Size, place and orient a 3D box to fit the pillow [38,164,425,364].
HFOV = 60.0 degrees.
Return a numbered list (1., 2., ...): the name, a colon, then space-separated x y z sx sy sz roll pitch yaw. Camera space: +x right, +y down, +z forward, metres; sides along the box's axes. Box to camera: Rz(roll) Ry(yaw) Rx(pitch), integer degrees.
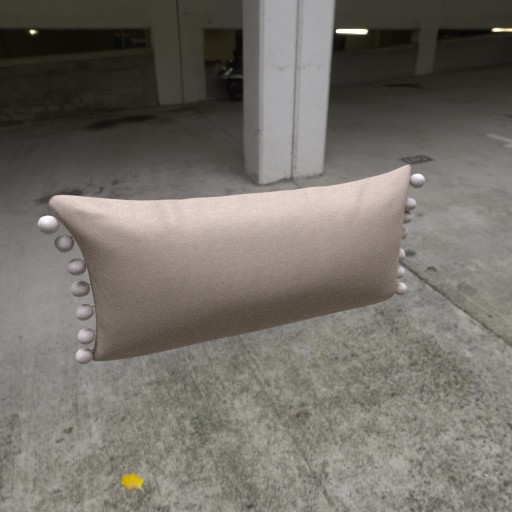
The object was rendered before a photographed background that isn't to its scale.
1. pillow: 0.000 0.000 0.842 0.709 0.322 0.201 -9 29 -17
